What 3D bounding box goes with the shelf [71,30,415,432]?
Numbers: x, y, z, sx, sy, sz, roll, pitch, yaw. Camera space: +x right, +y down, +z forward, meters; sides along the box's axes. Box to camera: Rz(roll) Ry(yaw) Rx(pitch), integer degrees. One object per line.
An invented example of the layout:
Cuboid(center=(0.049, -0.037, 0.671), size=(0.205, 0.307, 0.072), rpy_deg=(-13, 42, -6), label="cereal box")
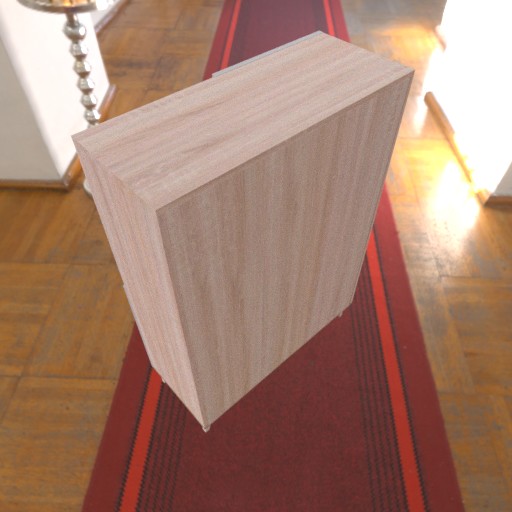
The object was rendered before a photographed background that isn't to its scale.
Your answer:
Cuboid(center=(0.000, 0.000, 1.829), size=(0.995, 1.405, 0.434), rpy_deg=(-34, 56, -27), label="shelf")
